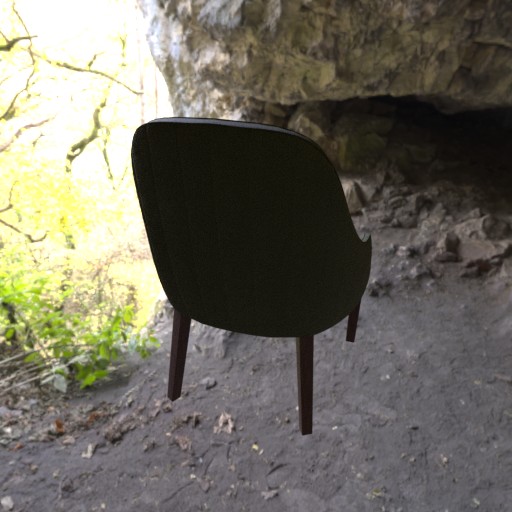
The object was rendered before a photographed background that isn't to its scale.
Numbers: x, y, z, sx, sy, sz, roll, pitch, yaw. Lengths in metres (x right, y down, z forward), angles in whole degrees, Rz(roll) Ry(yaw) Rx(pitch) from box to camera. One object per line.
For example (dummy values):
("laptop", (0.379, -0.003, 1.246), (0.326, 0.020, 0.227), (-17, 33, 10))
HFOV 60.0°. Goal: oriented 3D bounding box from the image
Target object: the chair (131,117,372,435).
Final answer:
("chair", (0.000, 0.000, 1.283), (0.643, 0.889, 0.575), (9, 31, 15))
